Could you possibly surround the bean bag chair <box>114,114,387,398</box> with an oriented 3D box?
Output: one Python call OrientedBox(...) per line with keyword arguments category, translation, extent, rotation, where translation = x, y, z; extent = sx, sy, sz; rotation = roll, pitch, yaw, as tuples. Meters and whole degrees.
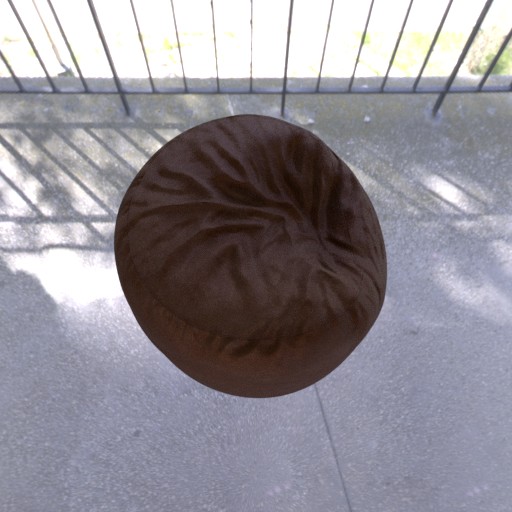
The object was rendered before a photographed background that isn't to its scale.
OrientedBox(category="bean bag chair", translation=(0.000, 0.000, 1.564), extent=(0.918, 0.616, 0.918), rotation=(0, 63, 0))
